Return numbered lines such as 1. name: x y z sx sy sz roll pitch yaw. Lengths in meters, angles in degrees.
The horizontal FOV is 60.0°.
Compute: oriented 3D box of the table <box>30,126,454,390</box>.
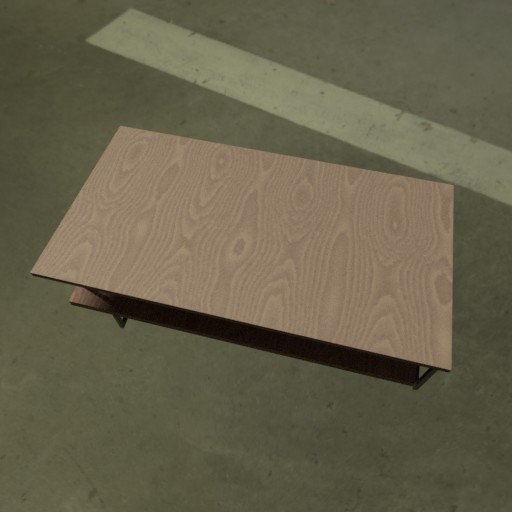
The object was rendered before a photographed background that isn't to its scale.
1. table: 0.000 0.000 1.530 1.197 0.347 0.651 12 58 8
